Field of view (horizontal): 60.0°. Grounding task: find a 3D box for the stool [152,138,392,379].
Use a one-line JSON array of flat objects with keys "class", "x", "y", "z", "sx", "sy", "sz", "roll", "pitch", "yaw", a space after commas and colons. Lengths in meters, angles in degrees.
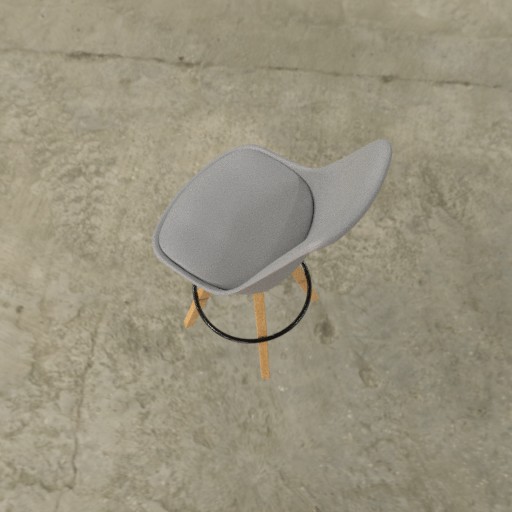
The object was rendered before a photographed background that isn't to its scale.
[{"class": "stool", "x": 0.000, "y": 0.000, "z": 1.419, "sx": 0.550, "sy": 1.115, "sz": 0.485, "roll": 30, "pitch": 67, "yaw": 14}]
